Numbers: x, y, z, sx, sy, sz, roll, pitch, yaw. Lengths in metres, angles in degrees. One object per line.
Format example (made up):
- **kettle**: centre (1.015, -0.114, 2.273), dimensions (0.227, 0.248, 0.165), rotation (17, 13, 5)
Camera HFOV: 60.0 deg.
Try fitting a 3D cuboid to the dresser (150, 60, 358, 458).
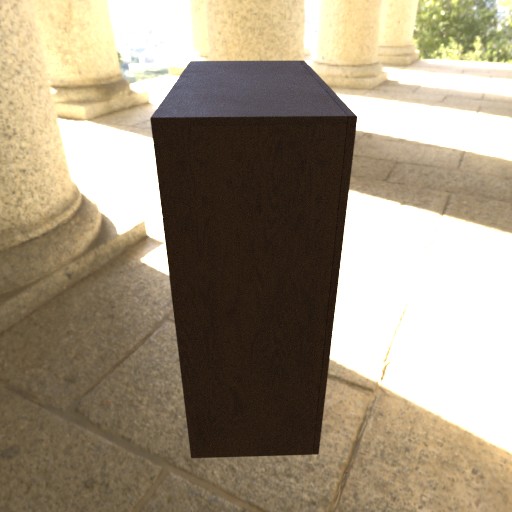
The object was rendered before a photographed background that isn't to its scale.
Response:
- **dresser**: centre (0.000, 0.000, 1.771), dimensions (0.516, 1.320, 0.964), rotation (-1, 31, -2)
